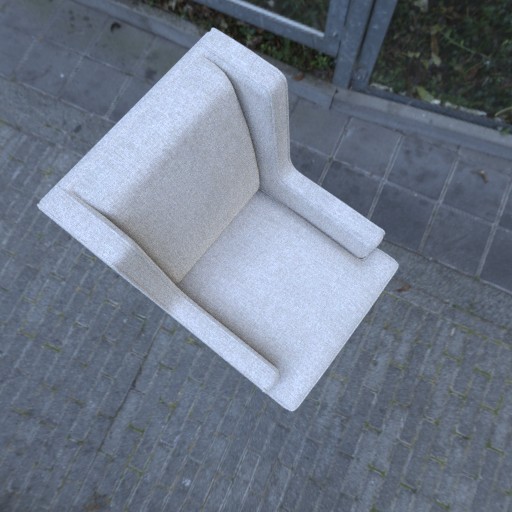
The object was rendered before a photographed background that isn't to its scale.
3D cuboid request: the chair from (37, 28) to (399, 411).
[{"bbox_3d":[0.000,0.000,1.711,0.948,1.082,0.764,37,77,10],"label":"chair"}]
